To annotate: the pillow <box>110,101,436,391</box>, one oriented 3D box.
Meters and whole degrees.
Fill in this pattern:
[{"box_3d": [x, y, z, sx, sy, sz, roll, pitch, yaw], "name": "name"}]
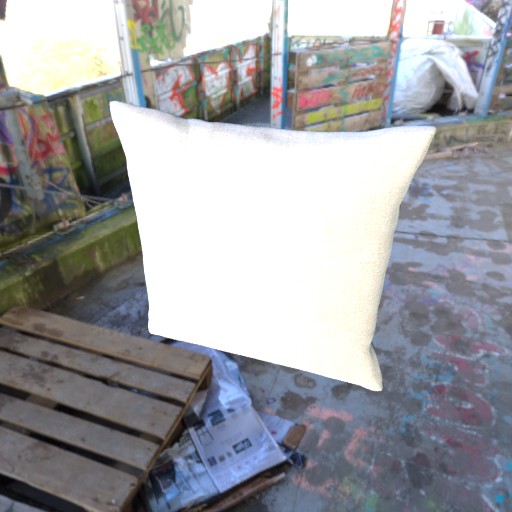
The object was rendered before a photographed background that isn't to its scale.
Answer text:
[{"box_3d": [0.000, 0.000, 0.798, 0.517, 0.508, 0.158, 10, 33, 16], "name": "pillow"}]
